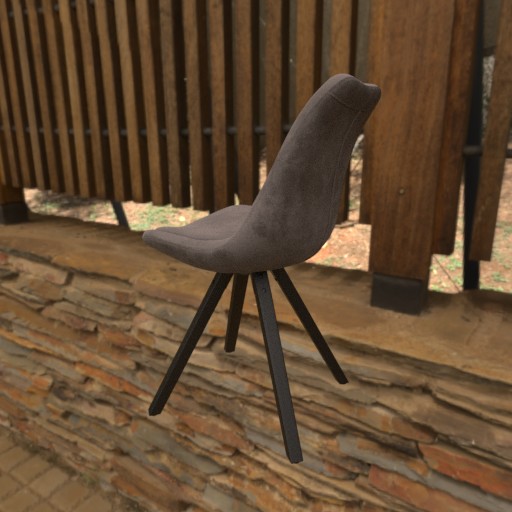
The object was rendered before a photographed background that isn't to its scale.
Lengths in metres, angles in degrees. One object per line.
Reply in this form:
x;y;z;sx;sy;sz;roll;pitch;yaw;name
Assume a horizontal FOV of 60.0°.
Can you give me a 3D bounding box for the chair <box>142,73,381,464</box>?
0.000;0.000;1.177;0.550;0.850;0.485;8;18;26;chair
